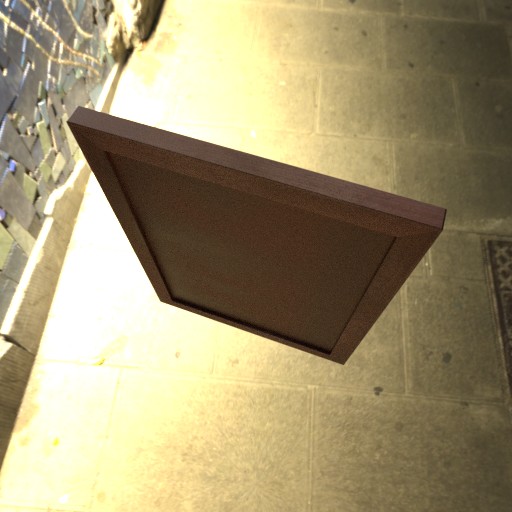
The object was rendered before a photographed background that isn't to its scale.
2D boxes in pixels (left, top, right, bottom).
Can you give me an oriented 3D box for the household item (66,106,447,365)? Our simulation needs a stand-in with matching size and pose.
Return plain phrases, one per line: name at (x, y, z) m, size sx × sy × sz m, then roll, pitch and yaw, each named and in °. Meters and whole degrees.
household item at (0.000, 0.000, 0.537) m, size 0.310 × 0.407 × 0.067 m, roll 18°, pitch 64°, yaw 9°
